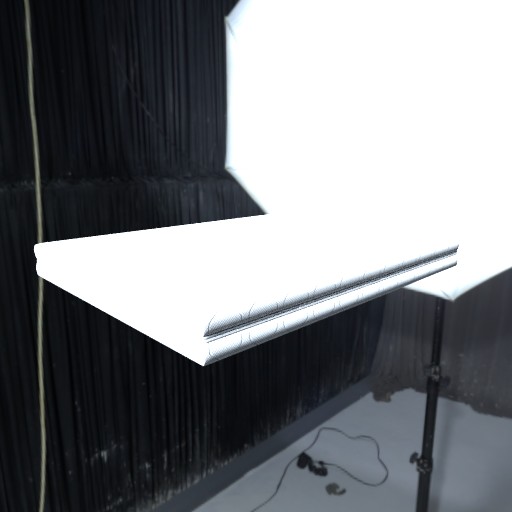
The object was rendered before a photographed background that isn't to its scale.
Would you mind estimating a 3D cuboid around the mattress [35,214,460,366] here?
[{"bbox_3d":[0.000,0.000,2.669,2.000,0.200,1.600,-12,17,-42],"label":"mattress"}]
